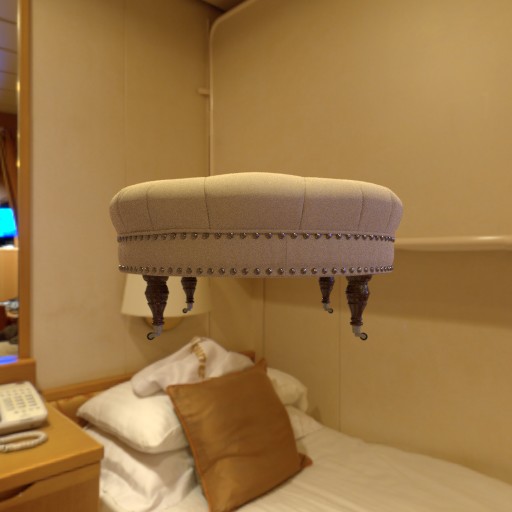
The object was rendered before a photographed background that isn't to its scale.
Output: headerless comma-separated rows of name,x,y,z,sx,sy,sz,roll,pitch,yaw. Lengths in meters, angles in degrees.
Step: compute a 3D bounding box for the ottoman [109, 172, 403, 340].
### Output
ottoman,0.000,0.000,1.431,0.901,0.439,0.901,0,0,0
